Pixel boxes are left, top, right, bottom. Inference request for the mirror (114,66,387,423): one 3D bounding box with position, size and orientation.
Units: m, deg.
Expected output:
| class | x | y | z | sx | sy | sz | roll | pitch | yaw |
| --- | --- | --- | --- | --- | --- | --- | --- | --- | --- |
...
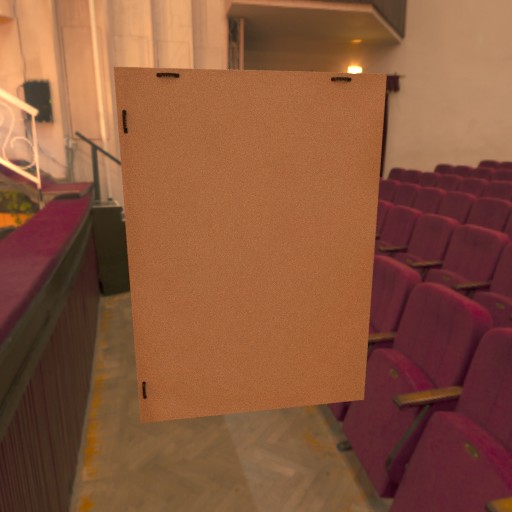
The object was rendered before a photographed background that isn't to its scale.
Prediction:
| class | x | y | z | sx | sy | sz | roll | pitch | yaw |
| --- | --- | --- | --- | --- | --- | --- | --- | --- | --- |
| mirror | 0.000 | 0.000 | 0.916 | 0.507 | 0.710 | 0.040 | -3 | 15 | -10 |
